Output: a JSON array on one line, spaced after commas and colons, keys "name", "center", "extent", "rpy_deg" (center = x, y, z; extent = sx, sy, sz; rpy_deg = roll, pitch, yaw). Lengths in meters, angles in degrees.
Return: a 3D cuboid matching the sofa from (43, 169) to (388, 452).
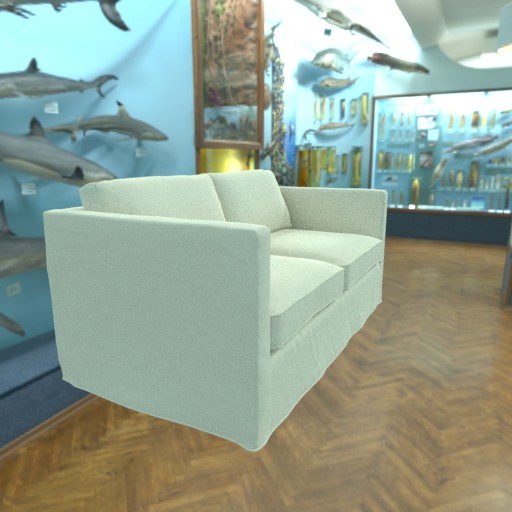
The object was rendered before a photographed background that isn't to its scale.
[{"name": "sofa", "center": [0.000, 0.000, 2.267], "extent": [0.962, 0.834, 1.746], "rpy_deg": [7, 14, 28]}]
